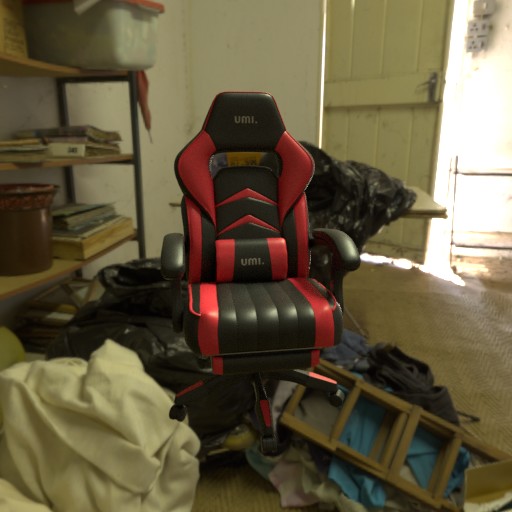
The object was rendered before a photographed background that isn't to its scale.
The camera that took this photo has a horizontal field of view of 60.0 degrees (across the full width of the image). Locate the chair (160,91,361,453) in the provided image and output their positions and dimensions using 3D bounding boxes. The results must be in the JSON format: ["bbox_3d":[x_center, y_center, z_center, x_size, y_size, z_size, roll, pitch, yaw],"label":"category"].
[{"bbox_3d":[0.000,0.000,1.679,0.700,1.220,0.700,-2,15,-8],"label":"chair"}]
